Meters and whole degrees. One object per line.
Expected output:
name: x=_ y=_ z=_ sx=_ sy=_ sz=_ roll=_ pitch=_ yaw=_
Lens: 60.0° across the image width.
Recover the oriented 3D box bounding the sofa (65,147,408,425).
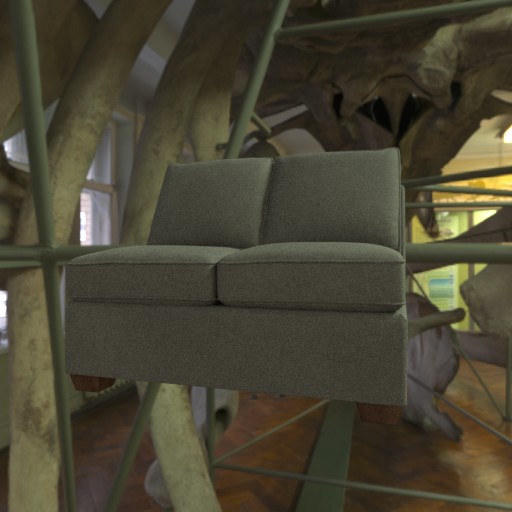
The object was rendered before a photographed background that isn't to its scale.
sofa: x=0.000 y=0.000 z=1.903 sx=1.237 sy=1.008 sz=0.951 roll=0 pitch=0 yaw=17
